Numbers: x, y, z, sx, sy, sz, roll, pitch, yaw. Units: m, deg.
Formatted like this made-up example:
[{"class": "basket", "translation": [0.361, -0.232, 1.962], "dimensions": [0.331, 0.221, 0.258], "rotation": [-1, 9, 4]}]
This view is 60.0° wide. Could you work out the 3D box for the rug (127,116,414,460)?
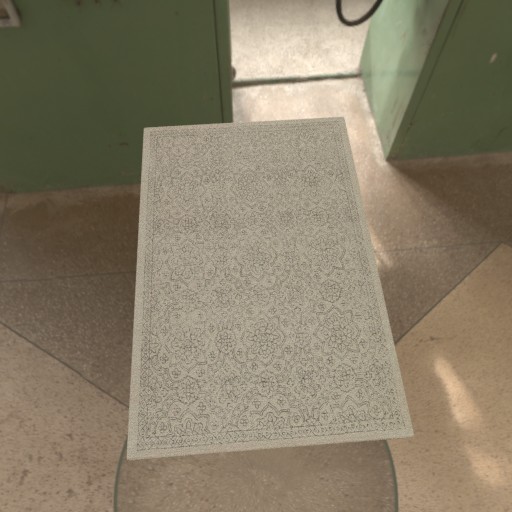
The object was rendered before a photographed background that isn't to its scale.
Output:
[{"class": "rug", "translation": [0.000, 0.000, 2.282], "dimensions": [1.219, 0.010, 1.829], "rotation": [-4, 63, -2]}]
